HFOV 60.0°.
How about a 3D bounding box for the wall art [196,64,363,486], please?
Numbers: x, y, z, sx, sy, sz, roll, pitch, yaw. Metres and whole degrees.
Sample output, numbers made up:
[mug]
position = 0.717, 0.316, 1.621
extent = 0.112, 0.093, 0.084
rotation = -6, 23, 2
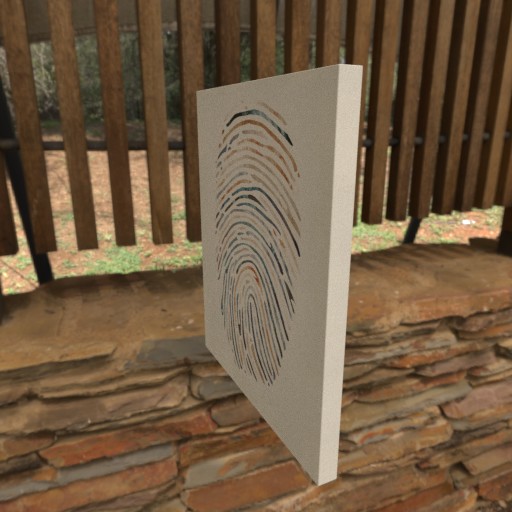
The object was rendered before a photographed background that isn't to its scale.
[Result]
[wall art]
position = 0.000, 0.000, 0.827
extent = 0.037, 0.606, 0.508
rotation = -8, 18, -25
